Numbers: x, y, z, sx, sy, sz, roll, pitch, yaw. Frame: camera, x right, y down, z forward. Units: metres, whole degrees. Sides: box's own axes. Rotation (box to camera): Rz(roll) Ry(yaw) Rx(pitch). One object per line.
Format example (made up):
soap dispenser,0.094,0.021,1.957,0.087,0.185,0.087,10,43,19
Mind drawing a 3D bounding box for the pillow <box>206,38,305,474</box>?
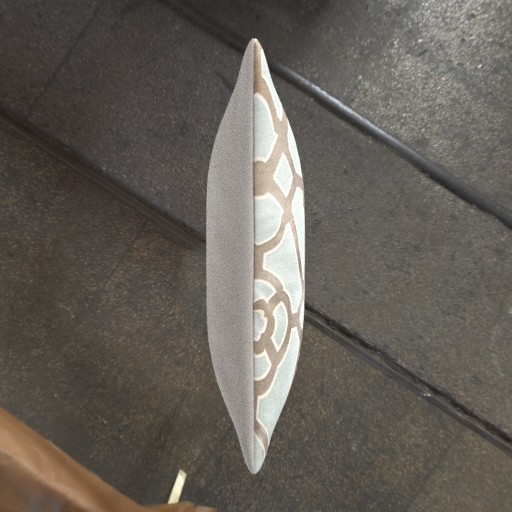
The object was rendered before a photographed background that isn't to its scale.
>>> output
pillow,0.000,0.000,0.809,0.166,0.508,0.552,0,91,-1
